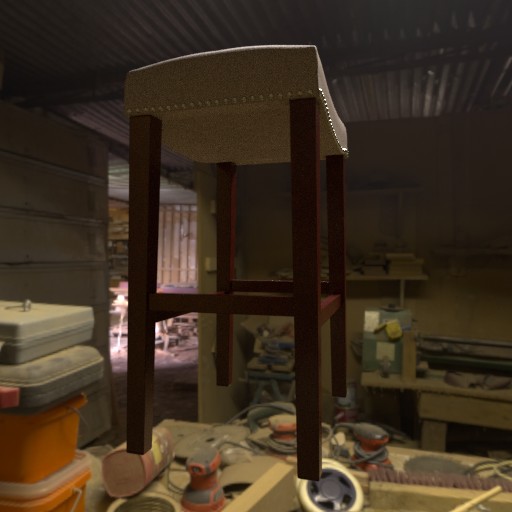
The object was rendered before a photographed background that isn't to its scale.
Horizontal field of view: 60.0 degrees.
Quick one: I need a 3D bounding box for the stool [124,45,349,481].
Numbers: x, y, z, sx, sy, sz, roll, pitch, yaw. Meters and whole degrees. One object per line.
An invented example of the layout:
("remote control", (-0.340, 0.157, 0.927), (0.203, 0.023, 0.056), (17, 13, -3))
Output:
("stool", (0.000, 0.000, 1.007), (0.372, 0.742, 0.504), (0, 0, 17))
